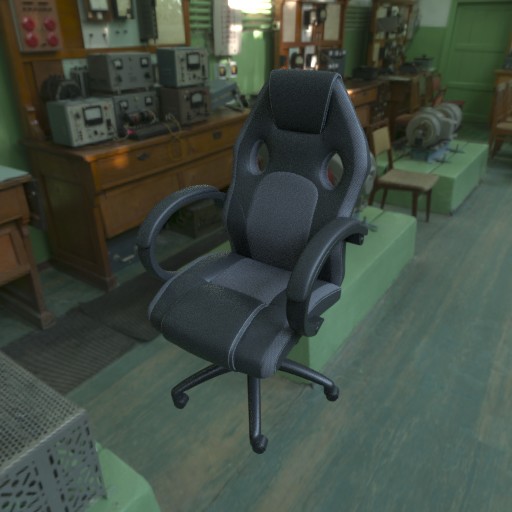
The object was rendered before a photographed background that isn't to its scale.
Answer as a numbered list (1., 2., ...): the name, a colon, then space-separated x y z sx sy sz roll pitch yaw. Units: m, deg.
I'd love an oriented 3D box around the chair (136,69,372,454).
1. chair: 0.000 0.000 1.586 0.673 1.187 0.724 17 32 29
